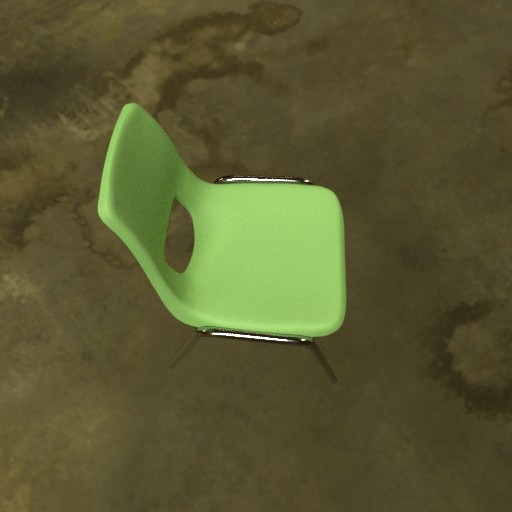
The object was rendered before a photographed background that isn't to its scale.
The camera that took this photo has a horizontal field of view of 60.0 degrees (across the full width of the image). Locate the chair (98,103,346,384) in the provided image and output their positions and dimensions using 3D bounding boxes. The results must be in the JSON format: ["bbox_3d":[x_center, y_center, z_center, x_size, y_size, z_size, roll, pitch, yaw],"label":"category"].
[{"bbox_3d":[0.000,0.000,0.924,0.436,0.653,0.381,3,64,2],"label":"chair"}]
